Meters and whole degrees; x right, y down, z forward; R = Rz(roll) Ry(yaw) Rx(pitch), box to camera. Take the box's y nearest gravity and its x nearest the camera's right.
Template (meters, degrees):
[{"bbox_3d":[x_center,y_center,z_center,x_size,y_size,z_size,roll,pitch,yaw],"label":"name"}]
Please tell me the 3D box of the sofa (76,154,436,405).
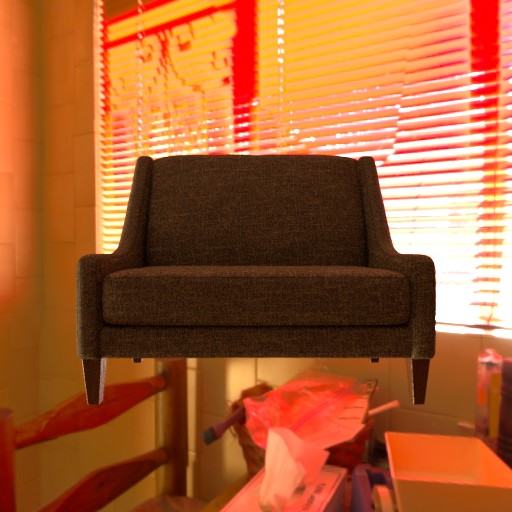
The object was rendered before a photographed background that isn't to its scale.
[{"bbox_3d":[0.000,0.000,1.904,1.242,1.021,0.870,0,1,0],"label":"sofa"}]
